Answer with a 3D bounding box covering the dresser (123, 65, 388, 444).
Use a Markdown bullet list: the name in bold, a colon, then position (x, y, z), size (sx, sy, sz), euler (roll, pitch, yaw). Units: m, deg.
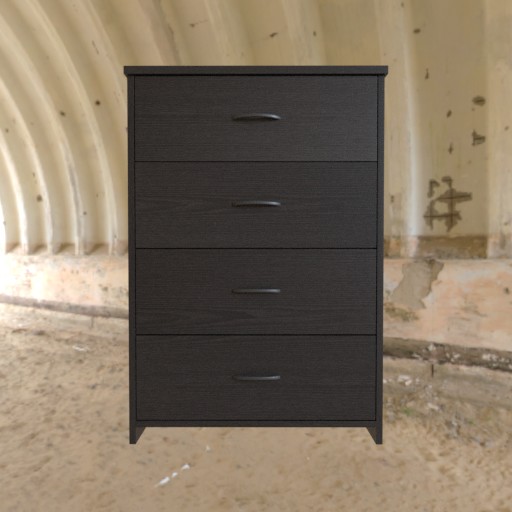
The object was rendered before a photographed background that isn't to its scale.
- **dresser**: position (0.000, 0.000, 1.374), size (0.704, 1.020, 0.399), euler (0, 1, 0)
